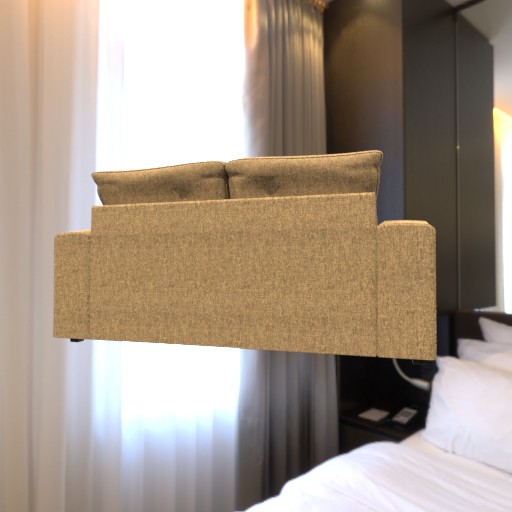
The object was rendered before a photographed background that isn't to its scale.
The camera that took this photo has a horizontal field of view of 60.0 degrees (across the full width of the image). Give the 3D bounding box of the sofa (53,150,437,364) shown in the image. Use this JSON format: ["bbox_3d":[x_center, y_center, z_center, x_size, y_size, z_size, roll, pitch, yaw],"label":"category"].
[{"bbox_3d":[0.000,0.000,2.442,1.758,0.877,1.094,0,-1,18],"label":"sofa"}]
